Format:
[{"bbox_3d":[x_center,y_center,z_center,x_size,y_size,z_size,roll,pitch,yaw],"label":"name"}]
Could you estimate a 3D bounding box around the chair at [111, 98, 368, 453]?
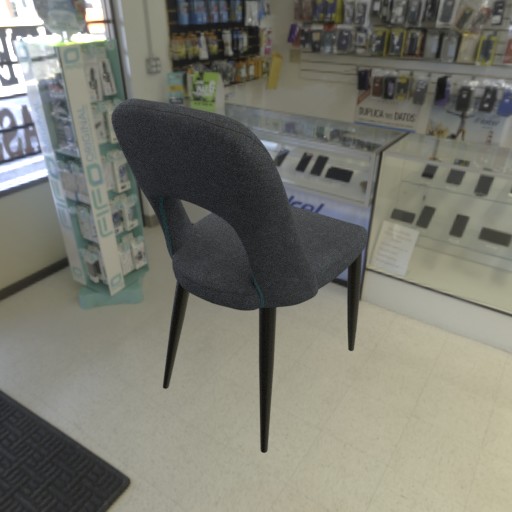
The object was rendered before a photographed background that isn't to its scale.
[{"bbox_3d":[0.000,0.000,1.269,0.470,0.931,0.612,21,37,31],"label":"chair"}]
